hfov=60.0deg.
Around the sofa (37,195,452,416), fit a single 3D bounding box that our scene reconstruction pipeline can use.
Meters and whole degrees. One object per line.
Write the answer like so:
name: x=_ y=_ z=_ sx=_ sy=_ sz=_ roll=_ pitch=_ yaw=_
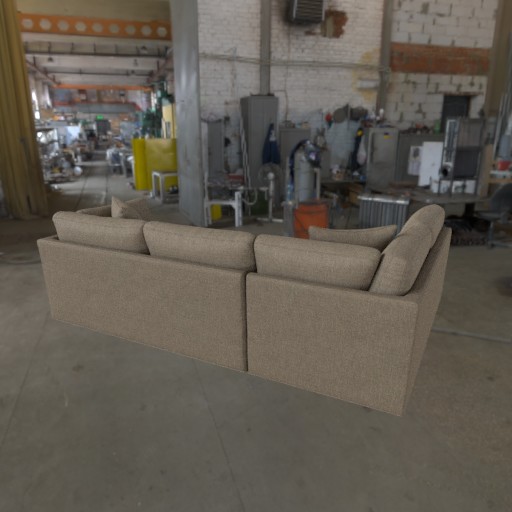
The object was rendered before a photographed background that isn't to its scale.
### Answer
sofa: x=0.000 y=0.000 z=3.776 sx=2.896 sy=0.978 sz=1.994 roll=8 pitch=18 yaw=26
